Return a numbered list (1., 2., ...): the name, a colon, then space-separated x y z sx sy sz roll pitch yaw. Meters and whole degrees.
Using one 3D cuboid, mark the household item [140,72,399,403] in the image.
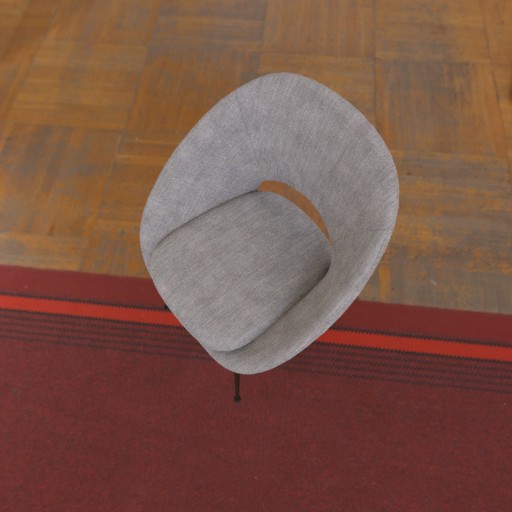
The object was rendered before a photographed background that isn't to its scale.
1. household item: 0.000 0.000 1.318 0.587 0.869 0.643 -36 69 -16
